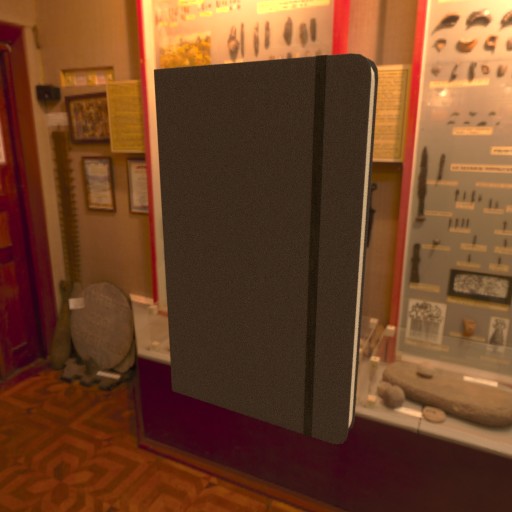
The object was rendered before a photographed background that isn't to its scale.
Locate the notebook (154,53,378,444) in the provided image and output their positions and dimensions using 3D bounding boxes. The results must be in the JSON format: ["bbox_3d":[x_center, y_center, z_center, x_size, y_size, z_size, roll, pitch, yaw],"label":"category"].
[{"bbox_3d":[0.000,0.000,0.264,0.127,0.213,0.016,8,18,27],"label":"notebook"}]
